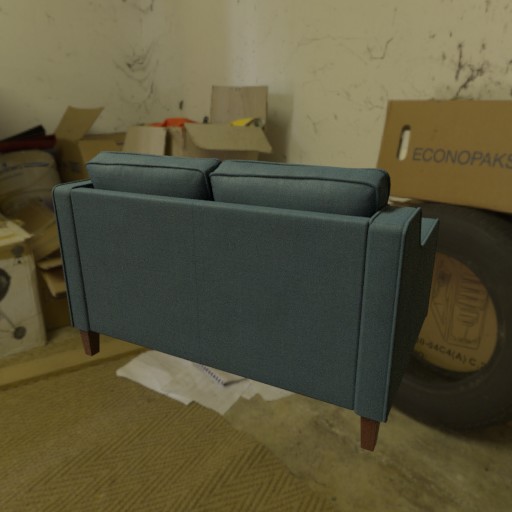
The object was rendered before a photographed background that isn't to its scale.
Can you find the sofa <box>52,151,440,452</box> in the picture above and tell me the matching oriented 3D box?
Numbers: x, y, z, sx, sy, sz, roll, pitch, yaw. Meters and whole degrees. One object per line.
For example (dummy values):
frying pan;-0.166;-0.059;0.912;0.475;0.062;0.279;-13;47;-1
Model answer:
sofa;0.000;0.000;2.106;1.501;0.971;0.987;9;20;26
